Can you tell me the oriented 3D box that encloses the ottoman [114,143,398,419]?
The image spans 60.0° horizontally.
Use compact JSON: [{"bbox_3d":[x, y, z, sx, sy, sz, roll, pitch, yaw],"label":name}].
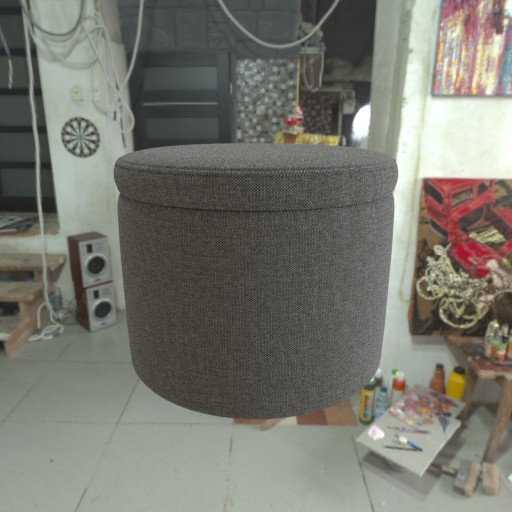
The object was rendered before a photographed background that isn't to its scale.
[{"bbox_3d":[0.000,0.000,0.894,0.520,0.430,0.520,0,17,0],"label":"ottoman"}]
